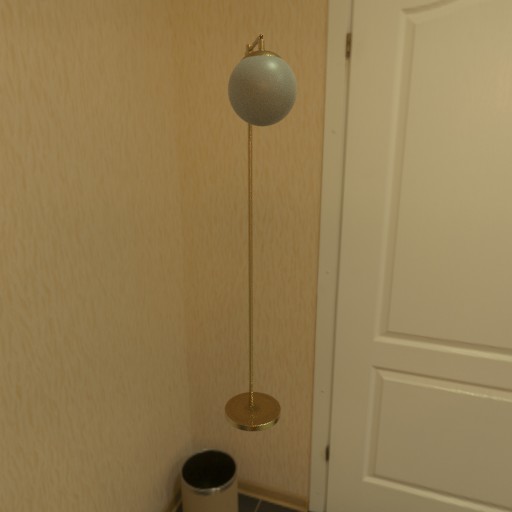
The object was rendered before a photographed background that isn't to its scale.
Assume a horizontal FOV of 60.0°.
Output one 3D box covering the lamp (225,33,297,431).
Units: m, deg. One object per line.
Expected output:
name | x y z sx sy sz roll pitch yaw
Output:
lamp | 0.000 0.000 1.674 0.249 1.505 0.476 -3 16 -9
